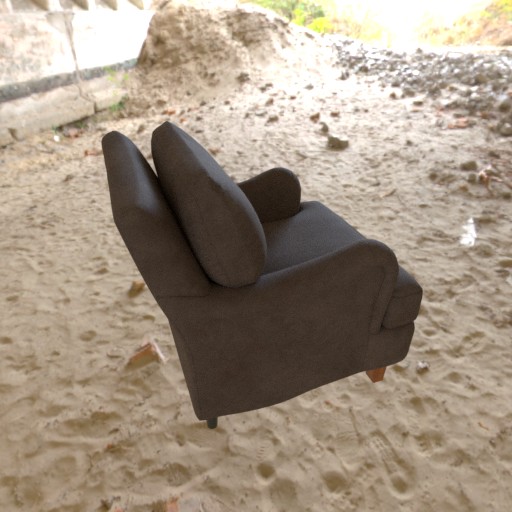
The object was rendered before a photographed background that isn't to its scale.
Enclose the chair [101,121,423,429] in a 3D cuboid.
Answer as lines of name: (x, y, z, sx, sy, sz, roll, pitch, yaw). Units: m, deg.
chair: (0.000, 0.000, 1.852, 1.070, 0.997, 0.955, -10, 31, -17)
